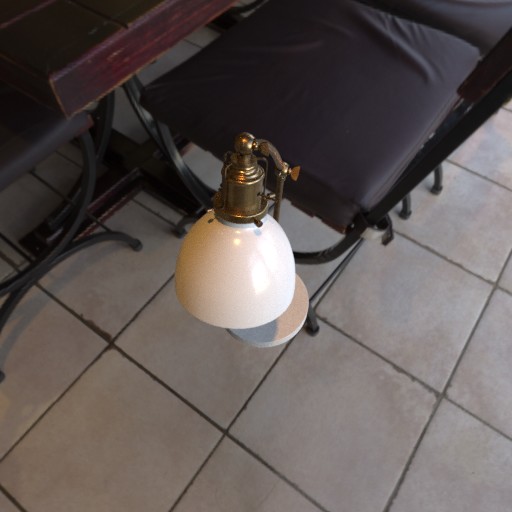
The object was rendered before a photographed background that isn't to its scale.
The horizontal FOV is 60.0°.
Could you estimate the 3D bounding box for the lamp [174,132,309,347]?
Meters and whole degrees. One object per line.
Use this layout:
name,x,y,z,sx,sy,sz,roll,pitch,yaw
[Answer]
lamp,0.000,0.000,0.675,0.186,0.522,0.317,15,59,9
